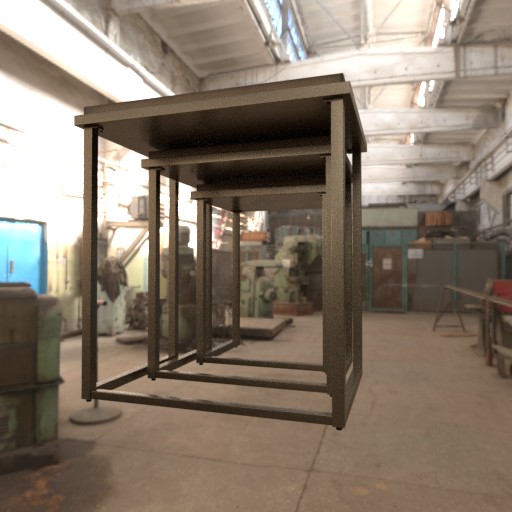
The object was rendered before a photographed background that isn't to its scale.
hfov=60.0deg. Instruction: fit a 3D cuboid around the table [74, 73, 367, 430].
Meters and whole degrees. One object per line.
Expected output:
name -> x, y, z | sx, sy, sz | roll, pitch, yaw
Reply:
table -> 0.000, 0.000, 1.156 | 0.559, 0.610, 0.706 | 0, -1, 18
